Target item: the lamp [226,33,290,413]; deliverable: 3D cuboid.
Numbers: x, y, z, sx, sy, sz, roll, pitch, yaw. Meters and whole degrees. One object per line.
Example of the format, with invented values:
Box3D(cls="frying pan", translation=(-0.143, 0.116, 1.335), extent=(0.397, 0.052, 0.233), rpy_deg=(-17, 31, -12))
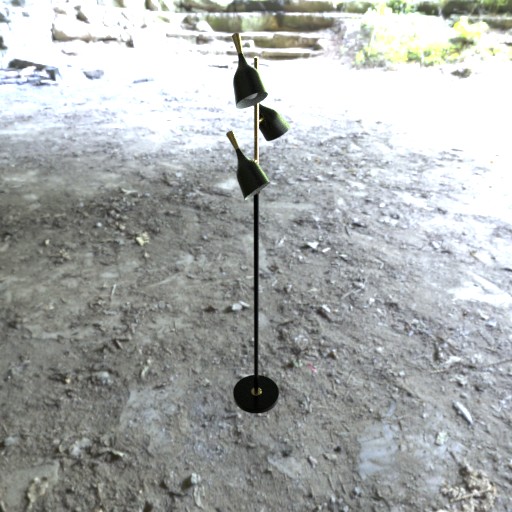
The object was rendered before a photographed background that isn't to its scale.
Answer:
Box3D(cls="lamp", translation=(0.000, 0.000, 1.975), extent=(0.253, 1.778, 0.434), rpy_deg=(10, 32, 17))
